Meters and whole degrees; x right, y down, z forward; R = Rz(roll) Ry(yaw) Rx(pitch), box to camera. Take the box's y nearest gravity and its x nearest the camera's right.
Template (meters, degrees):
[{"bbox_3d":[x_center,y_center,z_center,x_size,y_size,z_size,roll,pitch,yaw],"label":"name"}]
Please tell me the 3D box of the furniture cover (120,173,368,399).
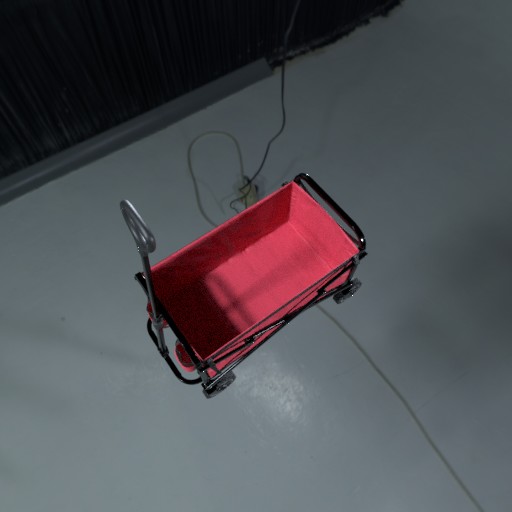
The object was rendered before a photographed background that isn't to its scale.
[{"bbox_3d":[0.000,0.000,1.774,1.038,1.295,0.532,-33,67,-16],"label":"furniture cover"}]
